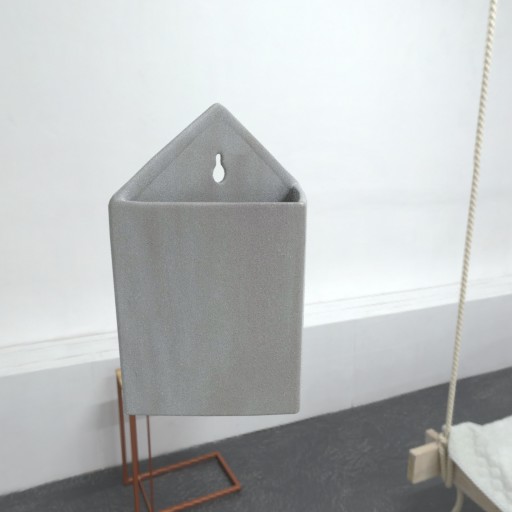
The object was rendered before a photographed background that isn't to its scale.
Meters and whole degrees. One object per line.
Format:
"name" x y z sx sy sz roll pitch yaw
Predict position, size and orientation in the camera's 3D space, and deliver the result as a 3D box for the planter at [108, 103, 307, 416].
"planter" 0.000 0.000 0.288 0.163 0.194 0.080 -13 19 -42
